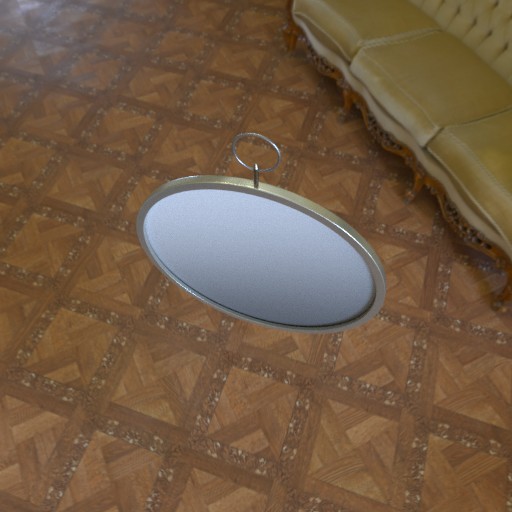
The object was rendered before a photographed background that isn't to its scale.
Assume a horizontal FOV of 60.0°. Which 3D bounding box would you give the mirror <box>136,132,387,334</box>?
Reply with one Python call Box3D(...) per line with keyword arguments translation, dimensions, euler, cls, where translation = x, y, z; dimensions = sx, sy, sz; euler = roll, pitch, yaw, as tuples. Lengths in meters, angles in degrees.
Box3D(translation=(0.000, 0.000, 0.994), dimensions=(0.594, 0.713, 0.020), euler=(15, 59, 9), cls="mirror")
